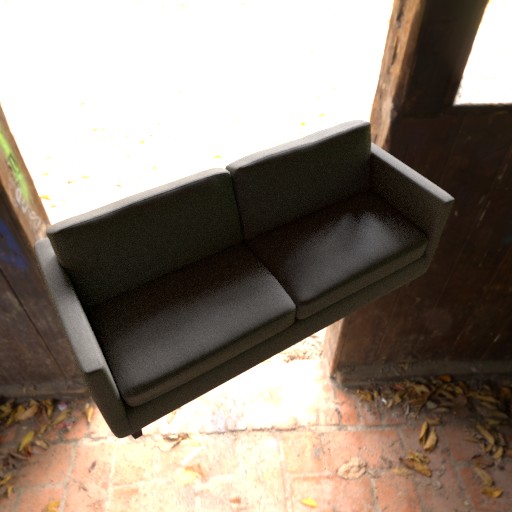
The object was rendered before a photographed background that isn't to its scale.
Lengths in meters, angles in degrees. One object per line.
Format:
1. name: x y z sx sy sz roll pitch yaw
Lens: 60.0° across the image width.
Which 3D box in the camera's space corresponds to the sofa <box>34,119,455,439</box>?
1. sofa: 0.000 0.000 2.633 2.208 0.963 0.956 -24 50 -22
